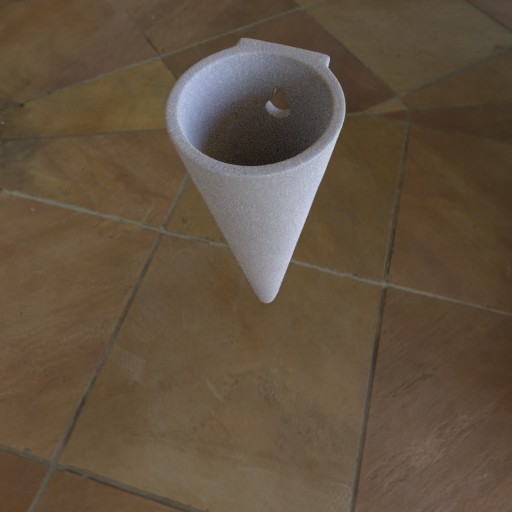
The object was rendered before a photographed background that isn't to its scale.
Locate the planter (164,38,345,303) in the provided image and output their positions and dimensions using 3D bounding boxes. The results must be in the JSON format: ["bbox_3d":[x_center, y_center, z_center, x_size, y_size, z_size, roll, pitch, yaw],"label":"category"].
[{"bbox_3d":[0.000,0.000,0.303,0.078,0.259,0.087,16,60,10],"label":"planter"}]
